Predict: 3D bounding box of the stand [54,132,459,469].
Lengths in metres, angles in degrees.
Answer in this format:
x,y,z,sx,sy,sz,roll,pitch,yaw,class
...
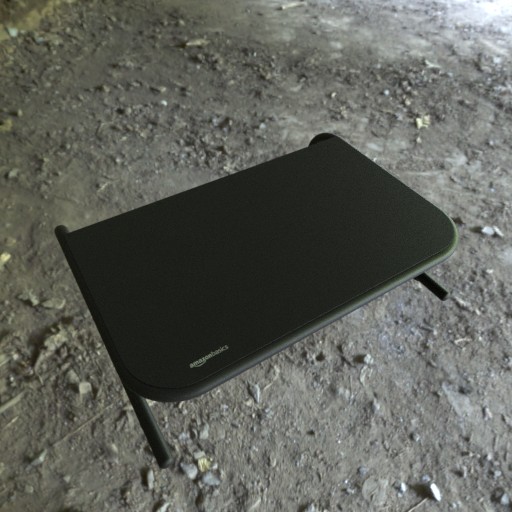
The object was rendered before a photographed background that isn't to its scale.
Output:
x,y,z,sx,sy,sz,roll,pitch,yaw,class
0.000,0.000,0.504,0.370,0.108,0.280,-24,51,-21,stand
